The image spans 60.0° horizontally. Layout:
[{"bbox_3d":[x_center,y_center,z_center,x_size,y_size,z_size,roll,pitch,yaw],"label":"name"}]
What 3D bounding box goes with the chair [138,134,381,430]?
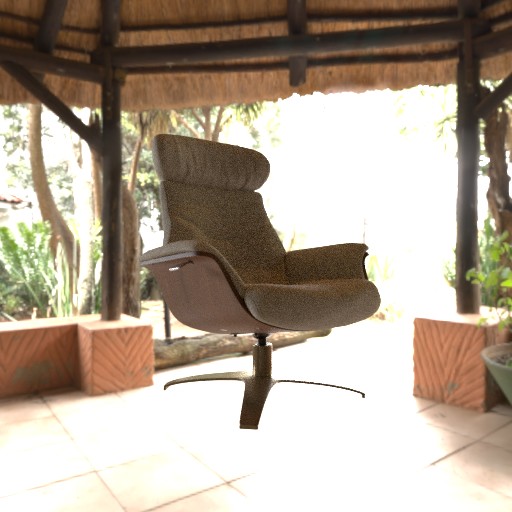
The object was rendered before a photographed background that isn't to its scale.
[{"bbox_3d":[0.000,0.000,1.635,0.785,0.995,0.837,0,0,-37],"label":"chair"}]
